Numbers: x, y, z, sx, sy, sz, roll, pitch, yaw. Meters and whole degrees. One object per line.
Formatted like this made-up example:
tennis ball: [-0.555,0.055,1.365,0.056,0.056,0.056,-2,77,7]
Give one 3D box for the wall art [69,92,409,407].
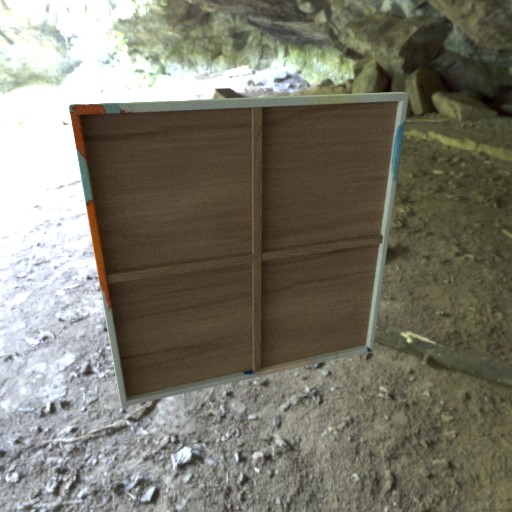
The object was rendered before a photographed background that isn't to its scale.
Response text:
wall art: [0.000,0.000,1.507,1.017,1.017,0.044,-8,27,-16]
